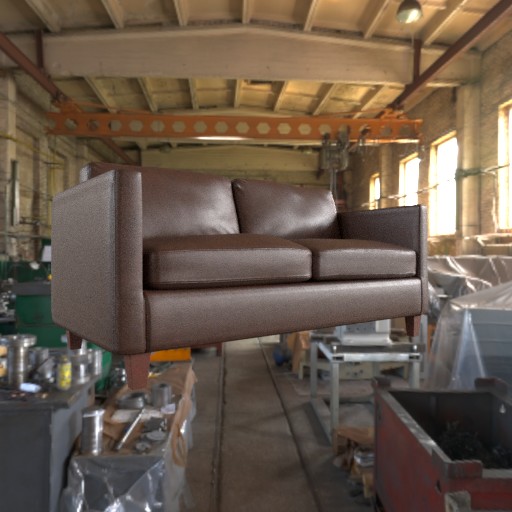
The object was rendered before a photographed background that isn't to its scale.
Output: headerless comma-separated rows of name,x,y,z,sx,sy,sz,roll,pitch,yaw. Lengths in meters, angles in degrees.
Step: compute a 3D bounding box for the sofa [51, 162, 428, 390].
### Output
sofa,0.000,0.000,2.401,1.883,0.933,0.951,0,0,-37
